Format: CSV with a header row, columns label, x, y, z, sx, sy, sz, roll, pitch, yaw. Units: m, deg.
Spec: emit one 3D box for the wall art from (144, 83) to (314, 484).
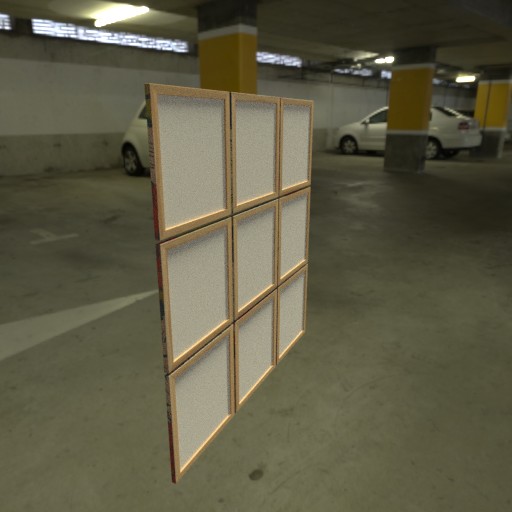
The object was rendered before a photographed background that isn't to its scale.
label,x,y,z,sx,sy,sz,roll,pitch,yaw
wall art,0.000,0.000,1.337,0.013,0.913,0.904,8,19,25
